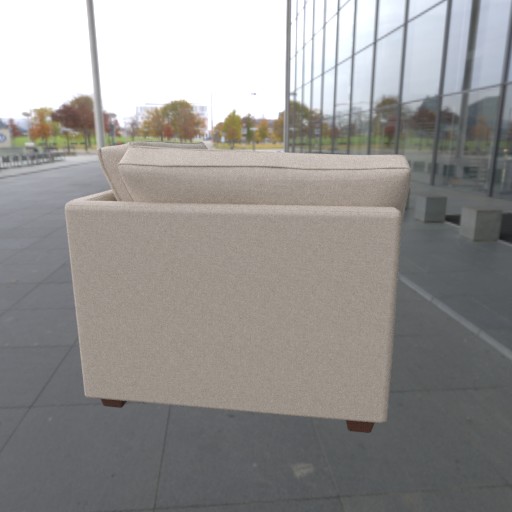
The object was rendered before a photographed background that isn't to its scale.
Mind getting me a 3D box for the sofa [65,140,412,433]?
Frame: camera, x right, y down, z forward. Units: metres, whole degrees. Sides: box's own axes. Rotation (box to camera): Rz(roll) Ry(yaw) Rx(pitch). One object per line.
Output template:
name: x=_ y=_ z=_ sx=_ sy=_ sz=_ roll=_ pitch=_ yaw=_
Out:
sofa: x=0.000 y=0.000 z=1.860 sx=1.050 sy=0.937 sz=1.042 roll=2 pitch=15 yaw=9
